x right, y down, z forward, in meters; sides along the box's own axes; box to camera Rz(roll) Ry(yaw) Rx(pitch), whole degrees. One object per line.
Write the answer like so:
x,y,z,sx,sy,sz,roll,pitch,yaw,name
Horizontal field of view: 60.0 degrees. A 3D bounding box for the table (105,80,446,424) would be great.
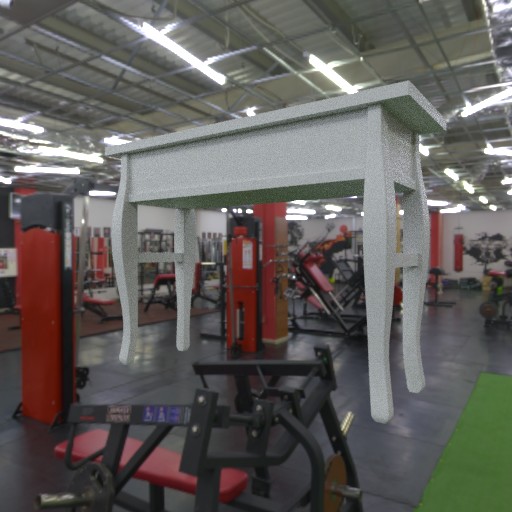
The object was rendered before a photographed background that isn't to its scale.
0.000,0.000,1.414,1.062,0.768,0.373,0,1,35,table
